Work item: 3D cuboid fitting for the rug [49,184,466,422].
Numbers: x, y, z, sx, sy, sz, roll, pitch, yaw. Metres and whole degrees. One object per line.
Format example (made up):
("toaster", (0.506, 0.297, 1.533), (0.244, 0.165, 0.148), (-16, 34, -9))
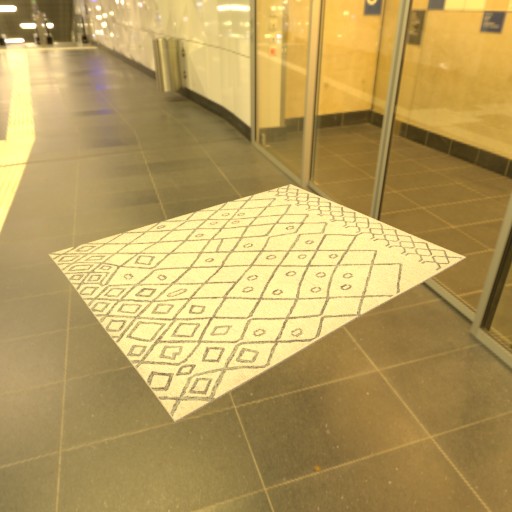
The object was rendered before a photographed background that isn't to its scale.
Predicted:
("rug", (0.000, 0.000, 4.137), (3.046, 0.015, 2.446), (-21, 36, -32))
